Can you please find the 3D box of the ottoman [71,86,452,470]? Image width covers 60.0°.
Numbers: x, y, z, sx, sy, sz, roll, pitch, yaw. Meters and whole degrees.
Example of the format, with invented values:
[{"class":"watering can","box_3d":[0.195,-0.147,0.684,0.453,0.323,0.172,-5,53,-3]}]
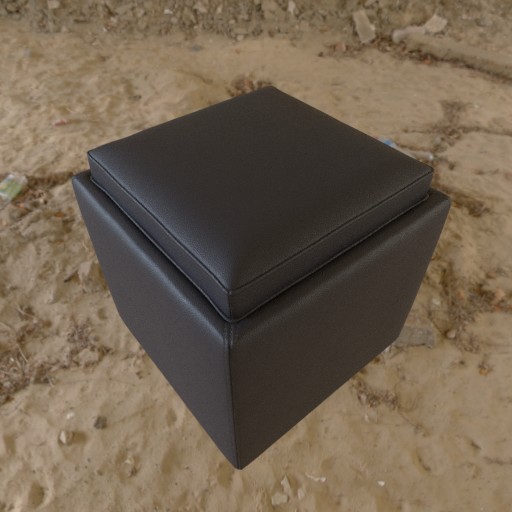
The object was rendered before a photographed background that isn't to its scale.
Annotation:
[{"class":"ottoman","box_3d":[0.000,0.000,0.814,0.451,0.460,0.450,-30,52,-27]}]
